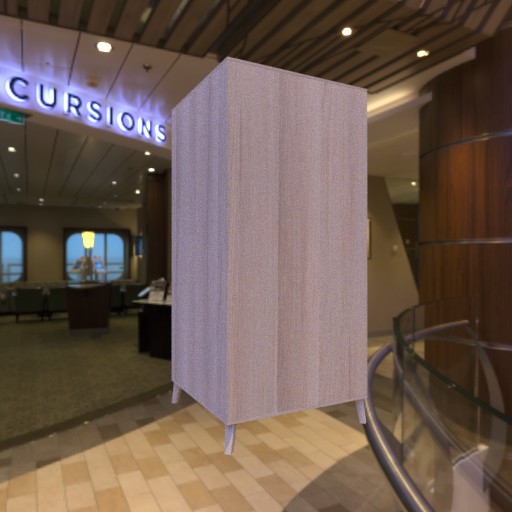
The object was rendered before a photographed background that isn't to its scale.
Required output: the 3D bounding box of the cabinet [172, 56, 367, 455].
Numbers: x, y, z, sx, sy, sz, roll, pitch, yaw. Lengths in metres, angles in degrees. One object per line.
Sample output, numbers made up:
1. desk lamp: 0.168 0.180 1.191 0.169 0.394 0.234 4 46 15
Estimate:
1. cabinet: 0.000 0.000 2.639 1.272 1.957 0.969 0 0 17
